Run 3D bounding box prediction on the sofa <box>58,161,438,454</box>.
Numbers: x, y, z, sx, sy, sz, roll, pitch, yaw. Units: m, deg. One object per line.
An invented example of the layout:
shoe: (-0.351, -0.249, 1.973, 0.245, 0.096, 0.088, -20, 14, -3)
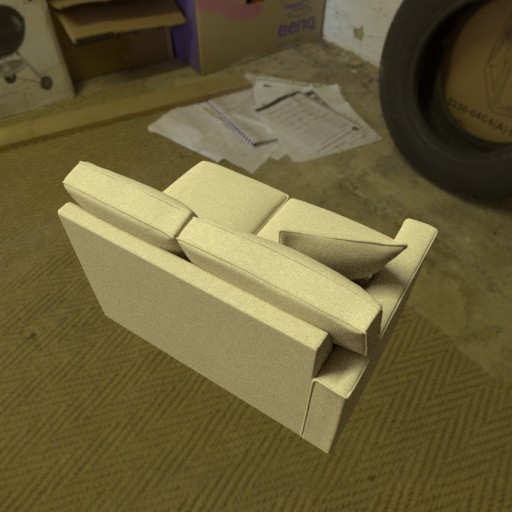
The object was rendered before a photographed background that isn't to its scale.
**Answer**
sofa: (0.000, 0.000, 2.118, 1.388, 0.989, 0.991, 25, 53, 21)
